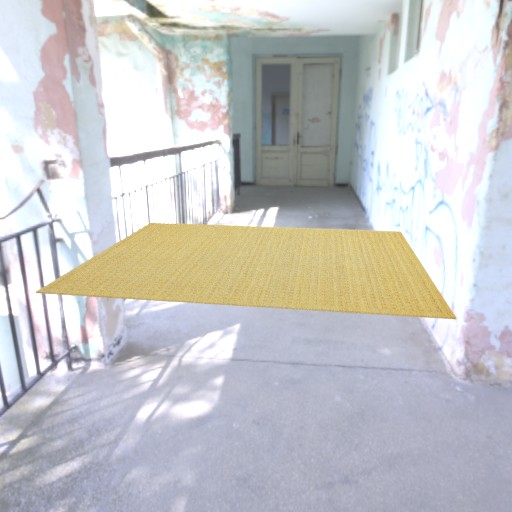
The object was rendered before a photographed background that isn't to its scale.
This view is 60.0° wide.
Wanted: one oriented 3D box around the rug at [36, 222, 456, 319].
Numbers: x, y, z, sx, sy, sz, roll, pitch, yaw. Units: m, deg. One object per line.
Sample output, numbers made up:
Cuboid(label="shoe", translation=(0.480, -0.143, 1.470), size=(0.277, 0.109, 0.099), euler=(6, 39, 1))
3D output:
Cuboid(label="rug", translation=(0.000, 0.000, 4.537), size=(3.242, 0.015, 2.486), euler=(3, 18, 8))
